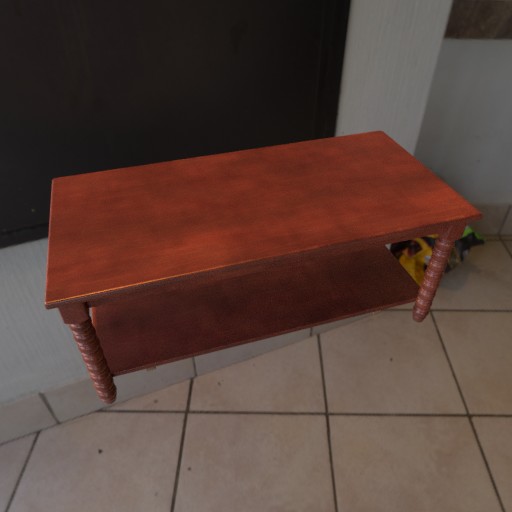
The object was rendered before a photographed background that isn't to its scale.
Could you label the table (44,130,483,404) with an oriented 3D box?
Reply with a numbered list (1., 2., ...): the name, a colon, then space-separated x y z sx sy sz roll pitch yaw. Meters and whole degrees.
1. table: 0.000 0.000 1.481 1.171 0.485 0.580 -12 42 -13
